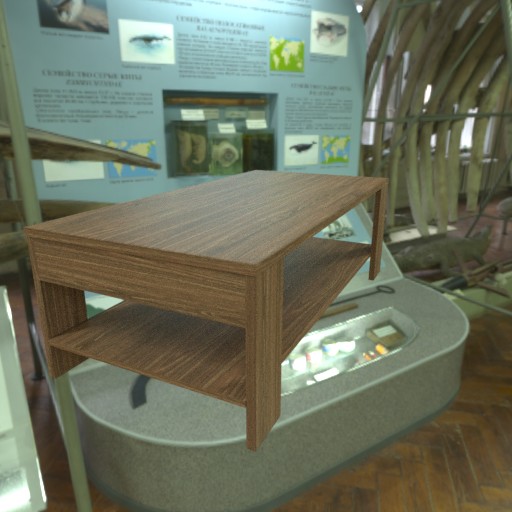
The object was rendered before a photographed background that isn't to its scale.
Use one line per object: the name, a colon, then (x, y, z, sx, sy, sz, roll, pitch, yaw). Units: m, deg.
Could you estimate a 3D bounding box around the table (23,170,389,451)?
table: (0.000, 0.000, 1.467, 0.600, 0.400, 1.200, 9, 20, 25)
